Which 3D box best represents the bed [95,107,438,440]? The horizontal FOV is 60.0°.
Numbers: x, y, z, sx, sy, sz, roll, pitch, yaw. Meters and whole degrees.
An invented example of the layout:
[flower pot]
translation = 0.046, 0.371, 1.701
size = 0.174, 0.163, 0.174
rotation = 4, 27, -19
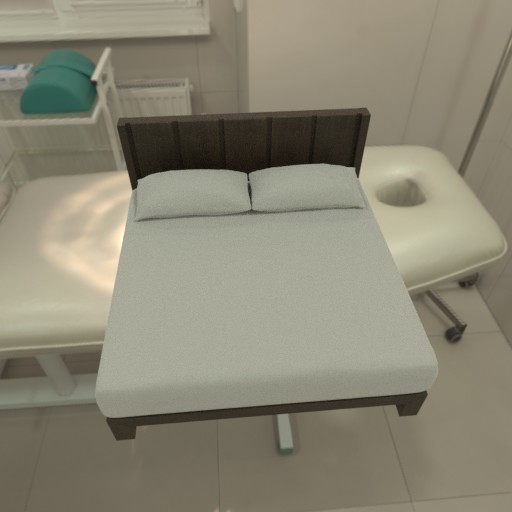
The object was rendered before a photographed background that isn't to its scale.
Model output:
[bed]
translation = 0.000, 0.000, 3.460
size = 2.143, 1.261, 2.238
rotation = -3, 45, -4
